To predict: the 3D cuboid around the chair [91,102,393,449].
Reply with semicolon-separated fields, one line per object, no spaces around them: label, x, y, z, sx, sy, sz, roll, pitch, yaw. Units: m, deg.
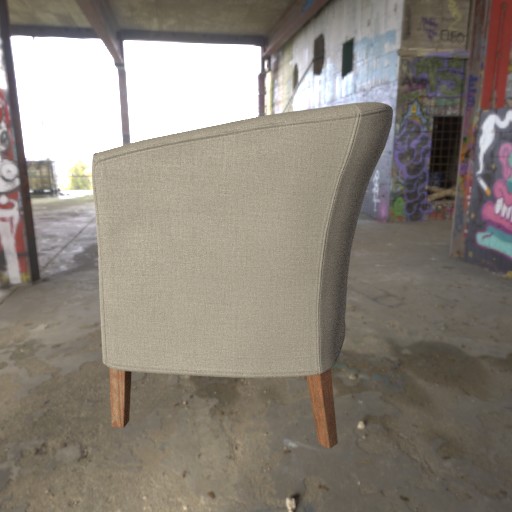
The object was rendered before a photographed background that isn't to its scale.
chair;0.000;0.000;1.226;0.668;0.771;0.600;2;13;9
